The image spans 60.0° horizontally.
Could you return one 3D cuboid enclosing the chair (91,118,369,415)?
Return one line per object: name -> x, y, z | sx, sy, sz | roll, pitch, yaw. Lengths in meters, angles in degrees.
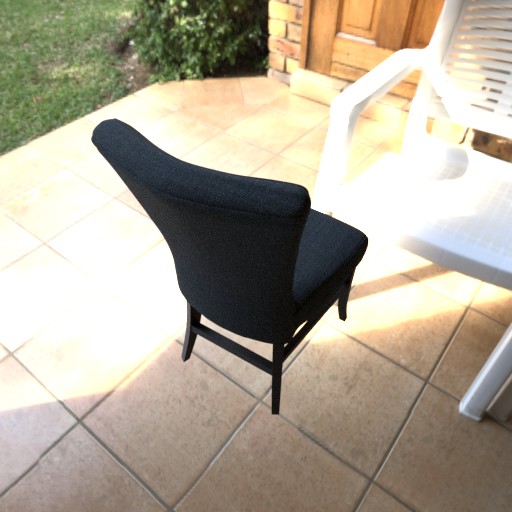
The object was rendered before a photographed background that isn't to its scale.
chair -> 0.000, 0.000, 1.356 | 0.520, 0.991, 0.660 | 24, 50, 22
